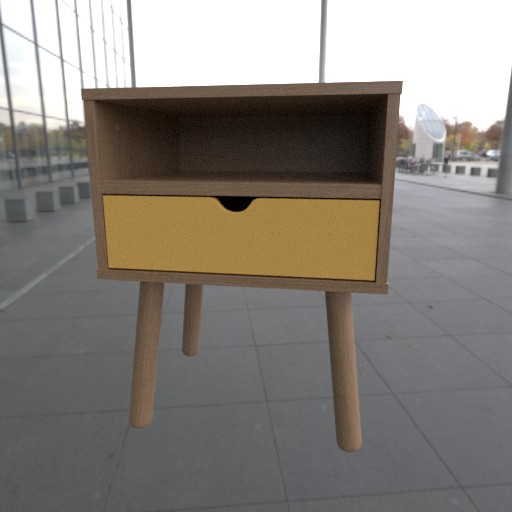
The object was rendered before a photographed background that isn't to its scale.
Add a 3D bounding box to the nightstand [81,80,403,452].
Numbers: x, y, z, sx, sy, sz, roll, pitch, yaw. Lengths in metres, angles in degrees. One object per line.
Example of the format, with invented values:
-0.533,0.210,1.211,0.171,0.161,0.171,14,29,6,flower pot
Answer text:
0.000,0.000,0.854,0.450,0.571,0.380,2,14,10,nightstand
